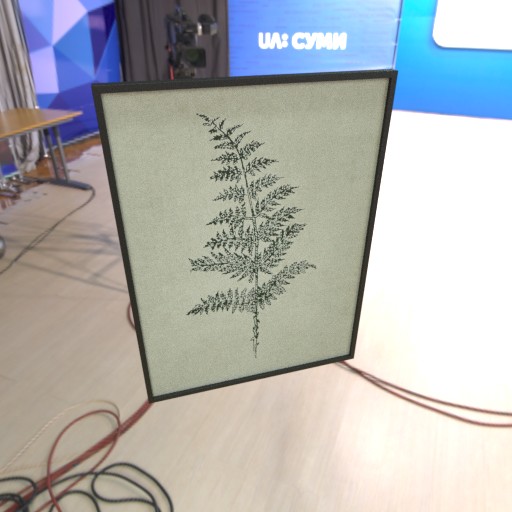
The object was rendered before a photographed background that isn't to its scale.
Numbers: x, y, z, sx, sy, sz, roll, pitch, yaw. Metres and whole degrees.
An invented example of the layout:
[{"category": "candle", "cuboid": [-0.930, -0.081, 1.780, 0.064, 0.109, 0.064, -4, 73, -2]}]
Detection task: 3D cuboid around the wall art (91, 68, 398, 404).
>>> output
[{"category": "wall art", "cuboid": [0.000, 0.000, 1.408, 0.802, 1.070, 0.036, -9, 32, -14]}]
